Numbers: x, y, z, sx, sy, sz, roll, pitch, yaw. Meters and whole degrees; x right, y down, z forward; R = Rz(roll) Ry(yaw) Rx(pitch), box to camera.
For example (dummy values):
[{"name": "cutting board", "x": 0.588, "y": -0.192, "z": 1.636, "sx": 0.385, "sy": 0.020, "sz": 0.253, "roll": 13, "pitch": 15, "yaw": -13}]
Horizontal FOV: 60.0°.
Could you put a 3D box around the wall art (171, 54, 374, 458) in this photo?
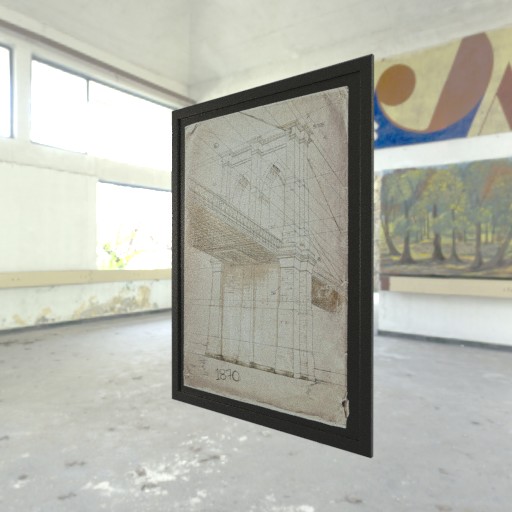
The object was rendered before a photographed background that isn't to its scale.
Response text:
[{"name": "wall art", "x": 0.000, "y": 0.000, "z": 1.280, "sx": 0.707, "sy": 0.967, "sz": 0.013, "roll": 0, "pitch": 1, "yaw": 38}]
